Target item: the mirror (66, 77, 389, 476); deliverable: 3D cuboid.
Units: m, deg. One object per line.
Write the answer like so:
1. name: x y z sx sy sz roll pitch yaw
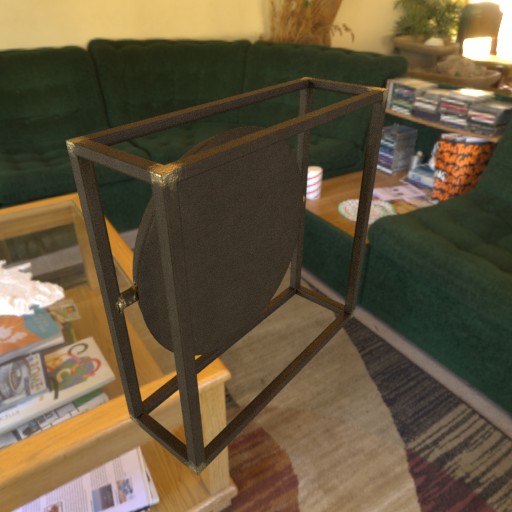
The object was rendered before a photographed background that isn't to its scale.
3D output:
1. mirror: 0.000 0.000 0.469 0.107 0.303 0.306 23 39 32
